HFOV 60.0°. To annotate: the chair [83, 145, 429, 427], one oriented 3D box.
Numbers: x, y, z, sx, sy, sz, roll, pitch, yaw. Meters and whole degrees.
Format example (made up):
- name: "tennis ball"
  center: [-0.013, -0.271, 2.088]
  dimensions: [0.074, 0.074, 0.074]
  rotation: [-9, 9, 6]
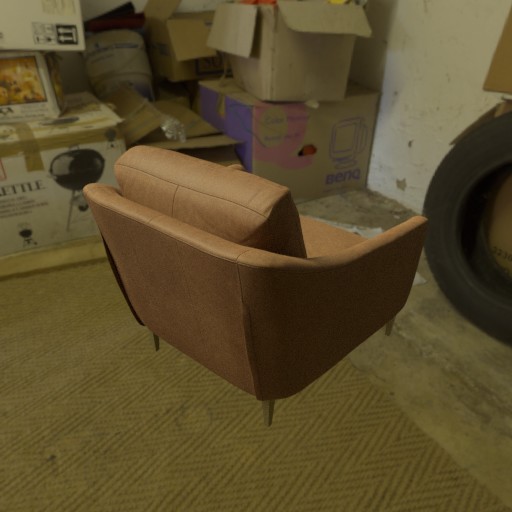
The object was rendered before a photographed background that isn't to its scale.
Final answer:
- name: "chair"
  center: [0.000, 0.000, 1.733]
  dimensions: [0.988, 0.895, 0.963]
  rotation: [23, 38, 33]
